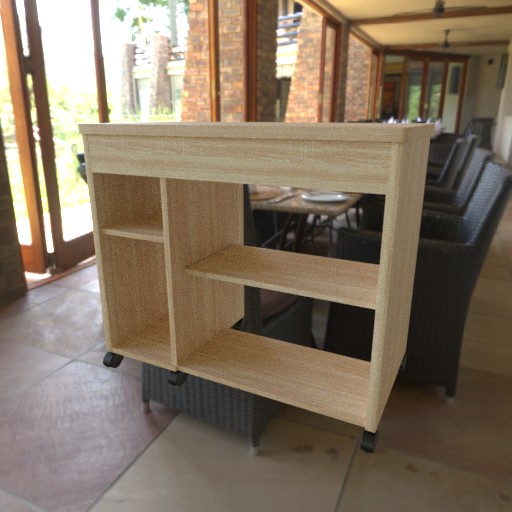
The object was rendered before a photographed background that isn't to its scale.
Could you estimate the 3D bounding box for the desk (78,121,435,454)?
[{"bbox_3d":[0.000,0.000,1.345,0.884,0.770,0.480,9,20,26],"label":"desk"}]
